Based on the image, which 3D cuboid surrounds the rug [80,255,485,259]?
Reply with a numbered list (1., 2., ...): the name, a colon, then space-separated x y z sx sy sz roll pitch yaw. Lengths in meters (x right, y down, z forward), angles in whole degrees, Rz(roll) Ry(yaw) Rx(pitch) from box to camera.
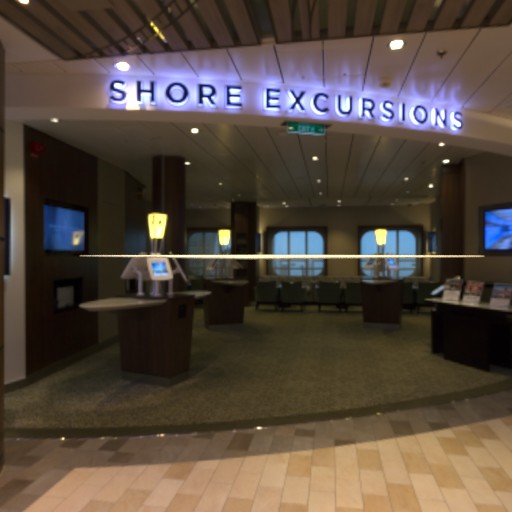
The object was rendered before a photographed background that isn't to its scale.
1. rug: 0.000 0.000 4.302 2.437 0.014 3.201 0 0 -37
